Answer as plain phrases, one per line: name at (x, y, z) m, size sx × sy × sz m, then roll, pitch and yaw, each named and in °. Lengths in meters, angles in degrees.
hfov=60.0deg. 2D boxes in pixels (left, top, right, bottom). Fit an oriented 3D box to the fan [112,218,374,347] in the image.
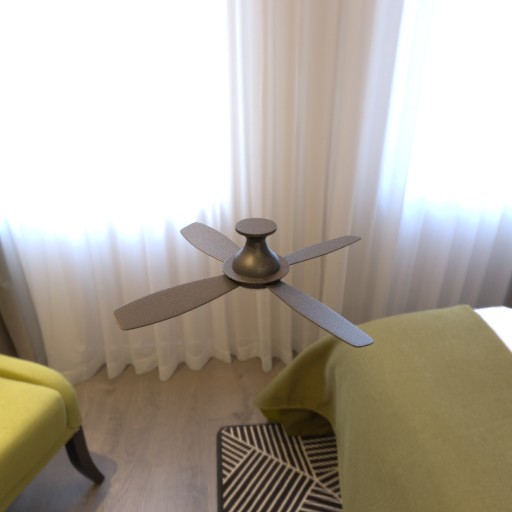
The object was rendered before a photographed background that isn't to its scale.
fan at (0.000, 0.000, 2.560) m, size 1.694 × 0.382 × 1.694 m, roll -18°, pitch 32°, yaw -32°
